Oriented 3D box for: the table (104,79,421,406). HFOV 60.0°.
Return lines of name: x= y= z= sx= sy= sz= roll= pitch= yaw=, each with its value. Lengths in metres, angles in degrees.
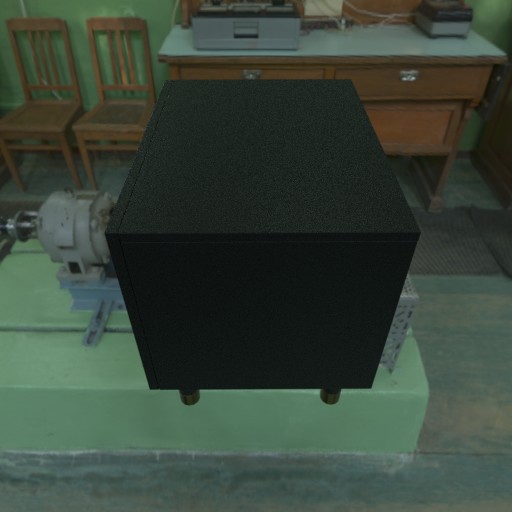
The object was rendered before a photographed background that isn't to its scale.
table: x=0.000 y=0.000 z=1.000 sx=0.441 sy=0.584 sz=0.564 roll=0 pitch=42 yaw=0
